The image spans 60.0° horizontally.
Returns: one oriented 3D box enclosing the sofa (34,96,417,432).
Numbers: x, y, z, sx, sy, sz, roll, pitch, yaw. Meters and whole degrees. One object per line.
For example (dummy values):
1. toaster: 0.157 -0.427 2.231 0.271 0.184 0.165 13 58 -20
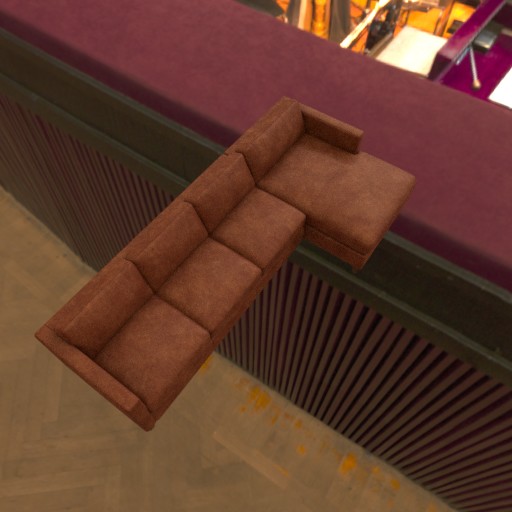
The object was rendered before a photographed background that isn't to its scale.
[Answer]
1. sofa: 0.000 0.000 3.819 1.581 0.883 3.203 31 62 18
